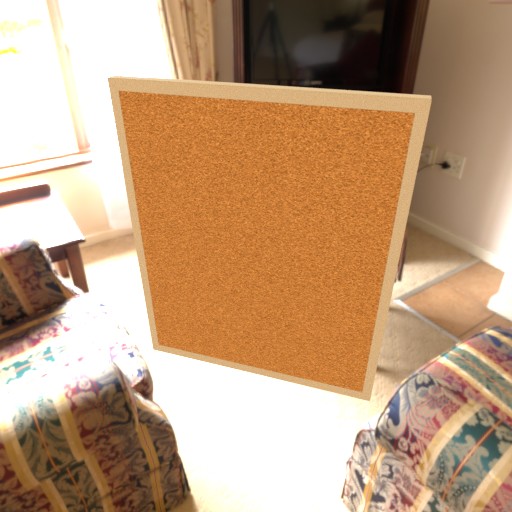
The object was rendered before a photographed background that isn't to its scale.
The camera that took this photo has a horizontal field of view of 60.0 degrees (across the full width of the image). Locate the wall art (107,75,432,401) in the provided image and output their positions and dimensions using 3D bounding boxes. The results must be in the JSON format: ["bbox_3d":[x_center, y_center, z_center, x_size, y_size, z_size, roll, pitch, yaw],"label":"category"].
[{"bbox_3d":[0.000,0.000,0.734,0.444,0.536,0.020,10,34,15],"label":"wall art"}]
